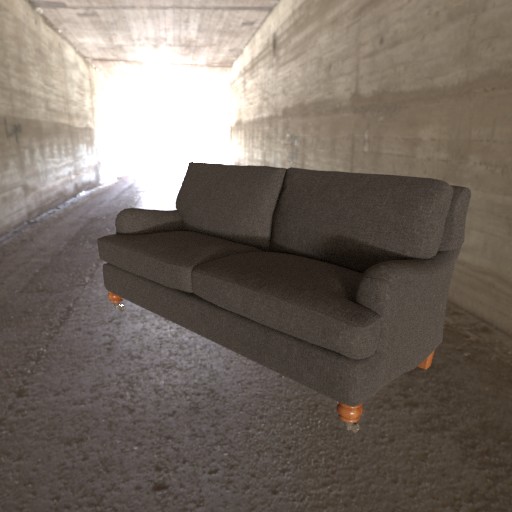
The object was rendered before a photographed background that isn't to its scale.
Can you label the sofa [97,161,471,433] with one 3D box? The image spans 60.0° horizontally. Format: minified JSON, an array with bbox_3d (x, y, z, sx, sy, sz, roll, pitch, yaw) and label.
[{"bbox_3d":[0.000,0.000,2.750,2.160,1.054,1.087,15,21,42],"label":"sofa"}]
